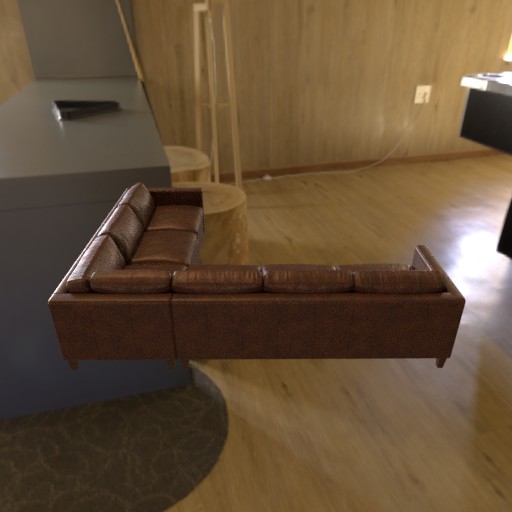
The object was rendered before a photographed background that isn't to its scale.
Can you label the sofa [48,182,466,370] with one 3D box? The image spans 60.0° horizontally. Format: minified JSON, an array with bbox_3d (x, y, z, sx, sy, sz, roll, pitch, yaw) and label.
[{"bbox_3d":[0.000,0.000,4.501,3.152,0.836,2.438,0,29,0],"label":"sofa"}]
